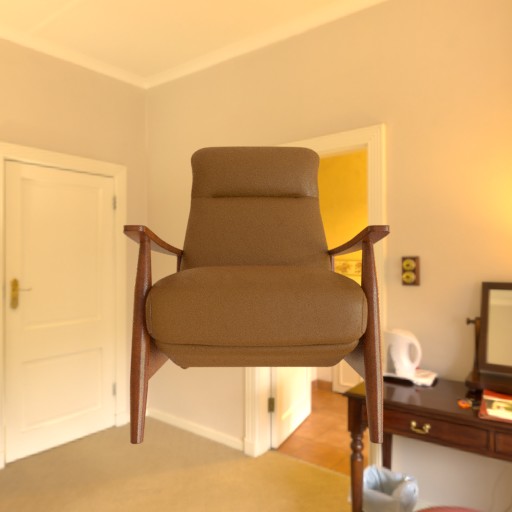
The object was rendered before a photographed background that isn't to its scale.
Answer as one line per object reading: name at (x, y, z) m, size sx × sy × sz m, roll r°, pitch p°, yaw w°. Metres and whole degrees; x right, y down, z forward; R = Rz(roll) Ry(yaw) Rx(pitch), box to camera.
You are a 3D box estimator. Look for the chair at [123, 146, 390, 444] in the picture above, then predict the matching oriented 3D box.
chair at (0.000, 0.000, 1.757) m, size 0.762 × 1.082 × 1.014 m, roll 0°, pitch 0°, yaw 0°
